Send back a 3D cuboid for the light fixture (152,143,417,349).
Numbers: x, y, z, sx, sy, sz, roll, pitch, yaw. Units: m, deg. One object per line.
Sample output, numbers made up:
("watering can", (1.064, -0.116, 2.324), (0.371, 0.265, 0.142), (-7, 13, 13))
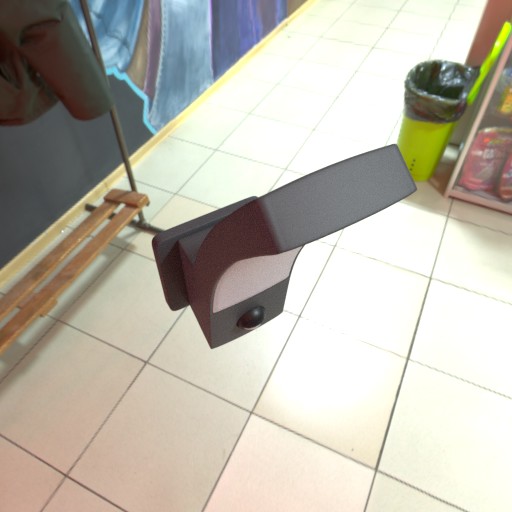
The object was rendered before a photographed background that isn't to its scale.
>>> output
("light fixture", (0.000, 0.000, 0.326), (0.108, 0.243, 0.174), (-24, 52, -21))
